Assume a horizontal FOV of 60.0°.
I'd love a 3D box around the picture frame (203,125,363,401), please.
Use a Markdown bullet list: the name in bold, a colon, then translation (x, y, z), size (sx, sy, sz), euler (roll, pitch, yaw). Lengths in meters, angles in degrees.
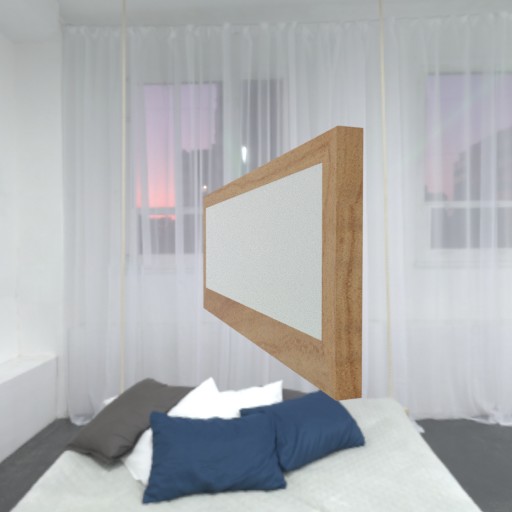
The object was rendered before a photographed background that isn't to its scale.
- **picture frame**: translation (0.000, 0.000, 0.659), size (0.045, 0.234, 0.582), euler (0, 2, -18)
